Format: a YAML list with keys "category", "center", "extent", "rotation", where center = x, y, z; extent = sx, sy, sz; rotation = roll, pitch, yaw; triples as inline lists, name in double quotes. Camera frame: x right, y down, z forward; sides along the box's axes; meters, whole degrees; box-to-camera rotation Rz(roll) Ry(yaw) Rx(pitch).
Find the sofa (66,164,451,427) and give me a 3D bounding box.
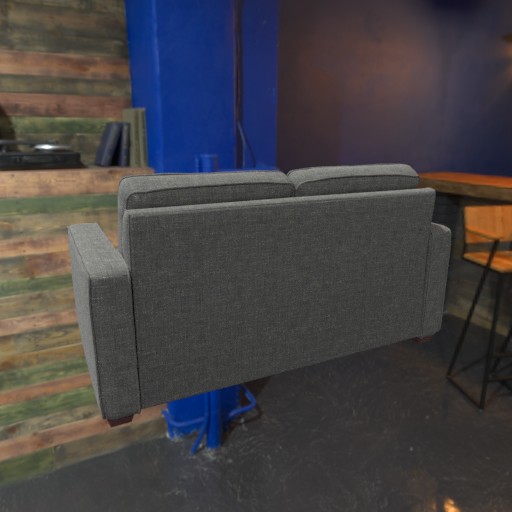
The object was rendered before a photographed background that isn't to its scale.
- category: "sofa"
  center: [0.000, 0.000, 2.238]
  extent: [1.709, 0.918, 0.947]
  rotation: [-8, 17, -25]
